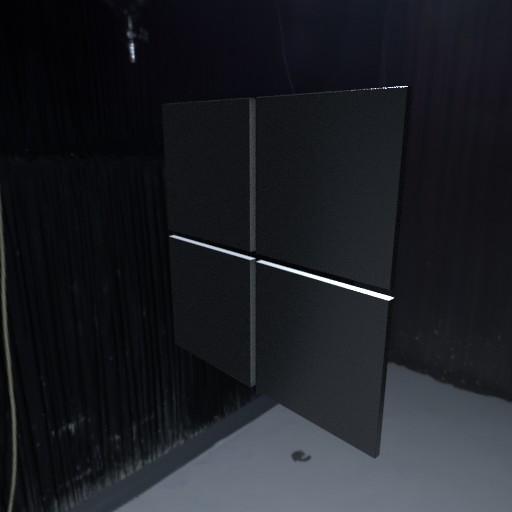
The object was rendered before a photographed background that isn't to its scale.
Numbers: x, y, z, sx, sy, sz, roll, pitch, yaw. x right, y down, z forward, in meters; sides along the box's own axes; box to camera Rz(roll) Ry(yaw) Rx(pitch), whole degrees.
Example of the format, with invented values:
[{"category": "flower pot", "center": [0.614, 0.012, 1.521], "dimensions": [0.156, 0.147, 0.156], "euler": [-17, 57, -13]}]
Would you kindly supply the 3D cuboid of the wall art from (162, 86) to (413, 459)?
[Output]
[{"category": "wall art", "center": [0.000, 0.000, 1.661], "dimensions": [0.029, 1.118, 1.118], "euler": [-15, 22, -42]}]
